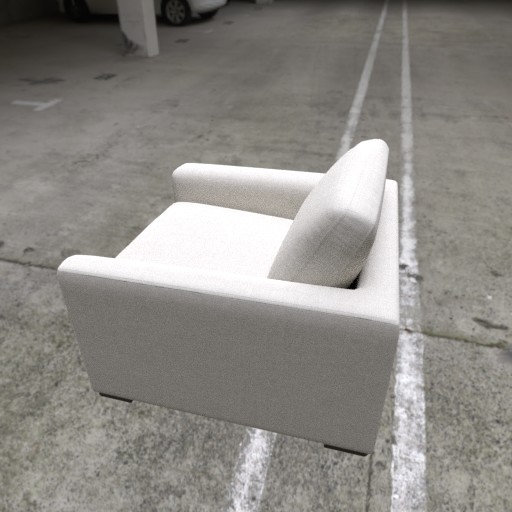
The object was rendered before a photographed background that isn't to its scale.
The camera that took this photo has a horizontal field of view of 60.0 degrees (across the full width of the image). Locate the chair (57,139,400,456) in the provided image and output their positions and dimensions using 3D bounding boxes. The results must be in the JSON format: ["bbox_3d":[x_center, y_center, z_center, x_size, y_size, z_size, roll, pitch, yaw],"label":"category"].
[{"bbox_3d":[0.000,0.000,1.841,1.100,0.876,1.070,8,32,13],"label":"chair"}]
